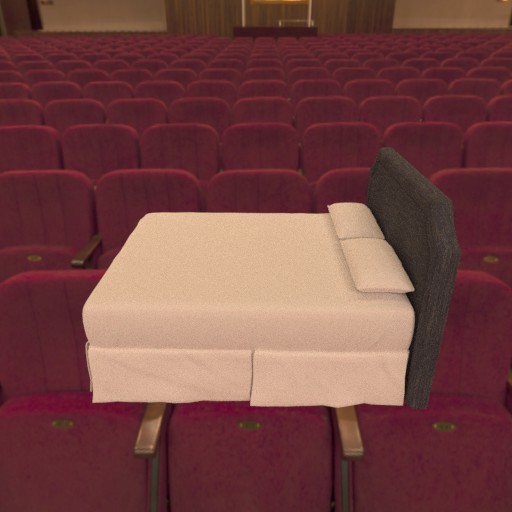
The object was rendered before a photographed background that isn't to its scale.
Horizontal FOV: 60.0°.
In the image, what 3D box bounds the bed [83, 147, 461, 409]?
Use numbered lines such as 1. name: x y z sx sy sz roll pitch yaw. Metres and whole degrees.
1. bed: 0.000 0.000 3.179 2.116 1.290 1.693 1 26 1
